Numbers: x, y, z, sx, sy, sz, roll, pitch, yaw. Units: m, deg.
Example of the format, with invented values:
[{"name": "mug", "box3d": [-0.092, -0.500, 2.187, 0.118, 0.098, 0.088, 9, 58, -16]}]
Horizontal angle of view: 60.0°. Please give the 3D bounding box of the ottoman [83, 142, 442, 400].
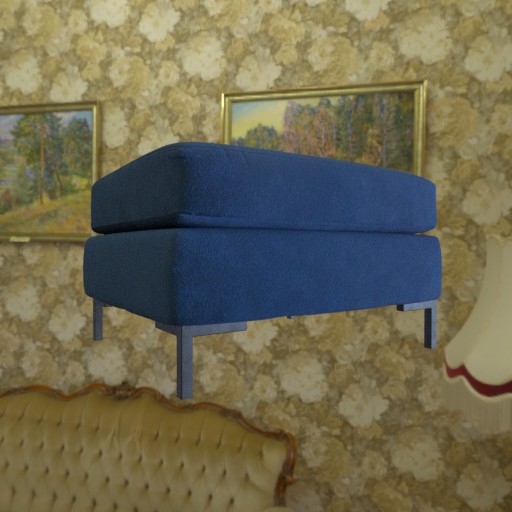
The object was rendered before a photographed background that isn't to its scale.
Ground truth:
[{"name": "ottoman", "box3d": [0.000, 0.000, 1.221, 0.794, 0.485, 0.655, -1, 1, -34]}]
